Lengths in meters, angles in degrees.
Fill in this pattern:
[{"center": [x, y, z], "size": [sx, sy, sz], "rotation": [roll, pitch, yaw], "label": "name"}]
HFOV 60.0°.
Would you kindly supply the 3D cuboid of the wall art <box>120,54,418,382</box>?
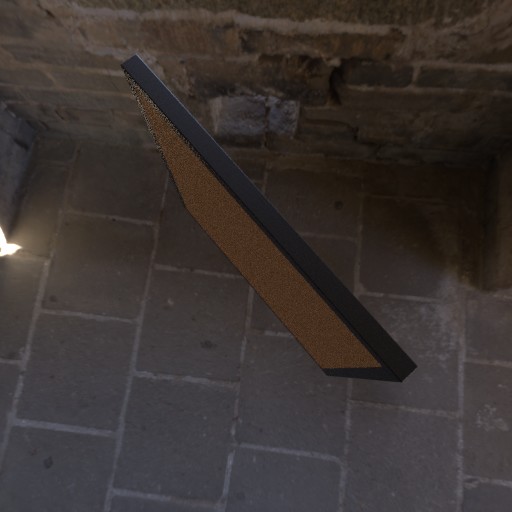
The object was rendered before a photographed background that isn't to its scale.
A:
[{"center": [0.000, 0.000, 1.149], "size": [0.038, 0.765, 0.765], "rotation": [-39, 79, -9], "label": "wall art"}]
